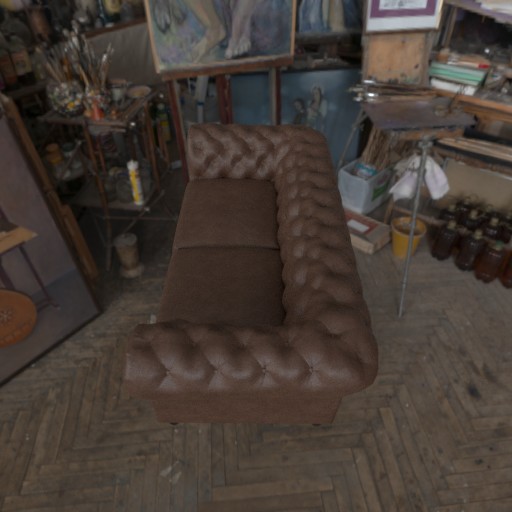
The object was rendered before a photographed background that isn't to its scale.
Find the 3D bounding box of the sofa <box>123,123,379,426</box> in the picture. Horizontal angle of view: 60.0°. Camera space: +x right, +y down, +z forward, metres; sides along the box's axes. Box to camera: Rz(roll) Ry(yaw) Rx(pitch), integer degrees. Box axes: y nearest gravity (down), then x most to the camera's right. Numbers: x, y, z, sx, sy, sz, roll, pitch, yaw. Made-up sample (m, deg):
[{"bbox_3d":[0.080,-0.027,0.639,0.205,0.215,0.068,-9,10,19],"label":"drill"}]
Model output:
[{"bbox_3d":[0.000,0.000,2.505,0.955,0.784,2.048,0,41,0],"label":"sofa"}]
